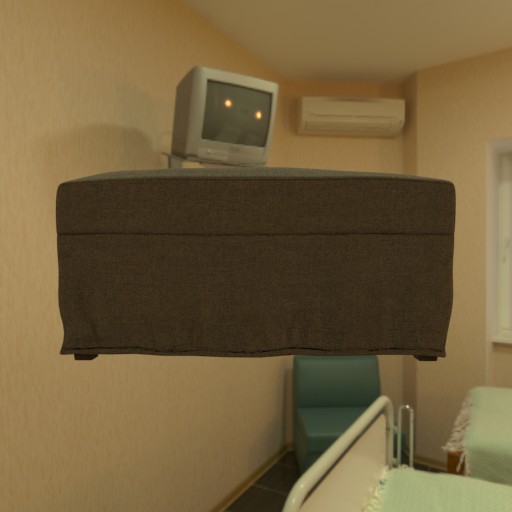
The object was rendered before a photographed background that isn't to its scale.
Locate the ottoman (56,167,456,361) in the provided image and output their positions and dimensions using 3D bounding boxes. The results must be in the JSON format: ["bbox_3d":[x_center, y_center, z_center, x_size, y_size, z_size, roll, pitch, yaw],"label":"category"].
[{"bbox_3d":[0.000,0.000,1.310,0.843,0.436,0.840,0,1,1],"label":"ottoman"}]
